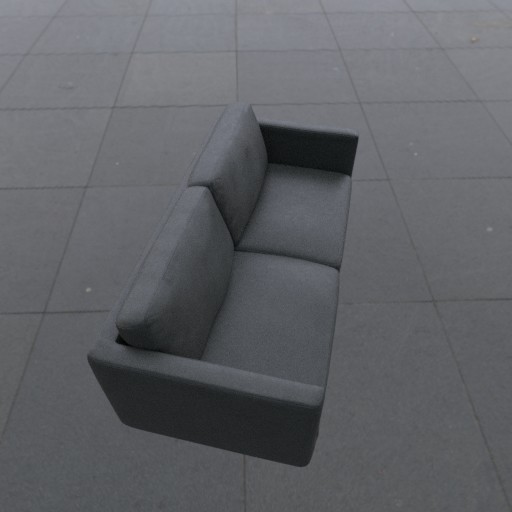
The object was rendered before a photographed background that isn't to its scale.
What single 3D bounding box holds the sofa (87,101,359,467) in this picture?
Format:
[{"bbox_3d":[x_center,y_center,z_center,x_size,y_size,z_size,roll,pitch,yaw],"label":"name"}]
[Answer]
[{"bbox_3d":[0.000,0.000,2.445,0.951,0.933,1.883,10,48,9],"label":"sofa"}]
